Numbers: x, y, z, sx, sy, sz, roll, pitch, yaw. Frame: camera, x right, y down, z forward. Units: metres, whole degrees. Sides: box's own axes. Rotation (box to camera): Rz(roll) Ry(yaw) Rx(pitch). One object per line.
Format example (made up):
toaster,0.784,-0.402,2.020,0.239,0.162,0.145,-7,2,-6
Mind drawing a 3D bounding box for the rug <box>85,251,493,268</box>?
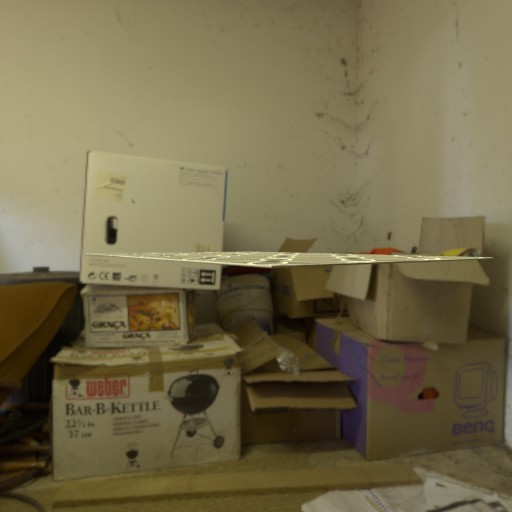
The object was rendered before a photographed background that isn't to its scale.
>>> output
rug,0.000,0.000,2.851,1.522,0.008,2.284,-1,2,-36
